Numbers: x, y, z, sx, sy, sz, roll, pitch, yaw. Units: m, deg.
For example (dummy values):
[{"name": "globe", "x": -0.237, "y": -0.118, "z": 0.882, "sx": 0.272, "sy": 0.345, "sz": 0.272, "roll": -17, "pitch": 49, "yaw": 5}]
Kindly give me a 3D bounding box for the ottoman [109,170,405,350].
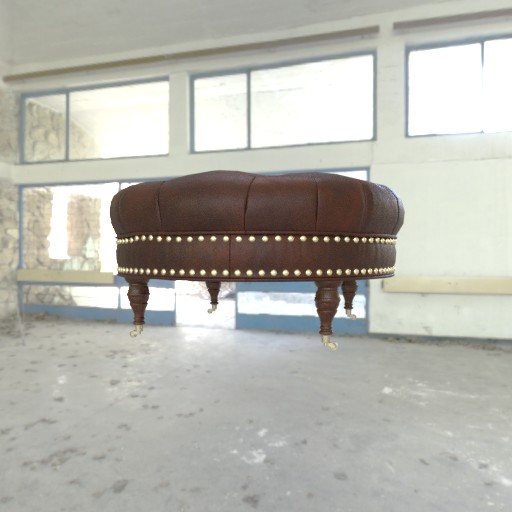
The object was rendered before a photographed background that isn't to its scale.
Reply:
[{"name": "ottoman", "x": 0.000, "y": 0.000, "z": 1.416, "sx": 0.901, "sy": 0.455, "sz": 0.901, "roll": 0, "pitch": 0, "yaw": 0}]
